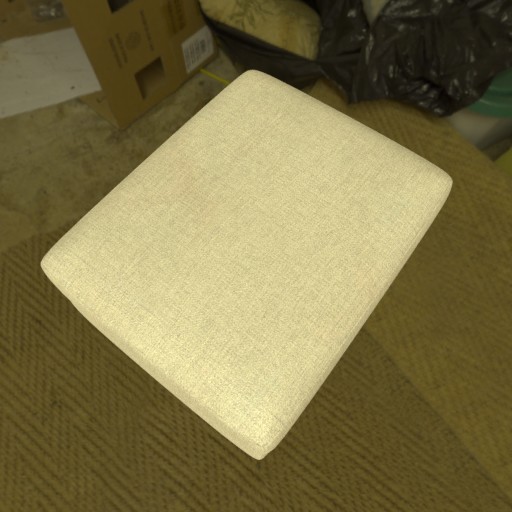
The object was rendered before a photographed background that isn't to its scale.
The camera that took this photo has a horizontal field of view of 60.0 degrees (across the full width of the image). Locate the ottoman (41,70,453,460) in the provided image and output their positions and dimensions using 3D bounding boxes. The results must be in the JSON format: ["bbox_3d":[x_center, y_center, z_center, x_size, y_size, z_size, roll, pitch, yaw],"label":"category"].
[{"bbox_3d":[0.000,0.000,1.217,0.671,0.490,0.820,34,68,16],"label":"ottoman"}]
